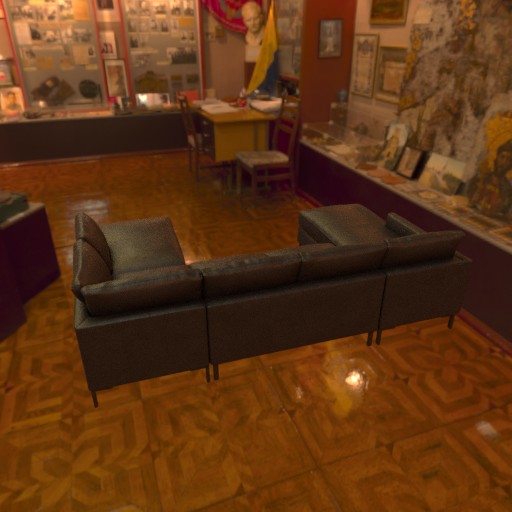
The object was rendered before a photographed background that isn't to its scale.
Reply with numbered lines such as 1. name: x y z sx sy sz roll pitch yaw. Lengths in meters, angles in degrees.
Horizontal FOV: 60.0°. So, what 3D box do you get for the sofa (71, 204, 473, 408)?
1. sofa: 0.000 0.000 3.949 2.956 0.900 1.939 -8 29 -16
